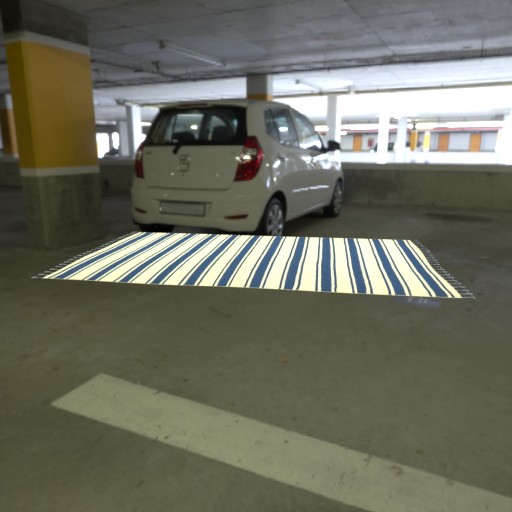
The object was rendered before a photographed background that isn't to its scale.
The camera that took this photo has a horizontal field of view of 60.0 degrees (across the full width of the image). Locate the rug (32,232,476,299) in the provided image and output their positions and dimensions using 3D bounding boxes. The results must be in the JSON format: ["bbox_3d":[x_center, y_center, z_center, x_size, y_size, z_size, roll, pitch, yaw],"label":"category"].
[{"bbox_3d":[0.000,0.000,2.641,2.108,0.009,1.248,2,14,8],"label":"rug"}]
